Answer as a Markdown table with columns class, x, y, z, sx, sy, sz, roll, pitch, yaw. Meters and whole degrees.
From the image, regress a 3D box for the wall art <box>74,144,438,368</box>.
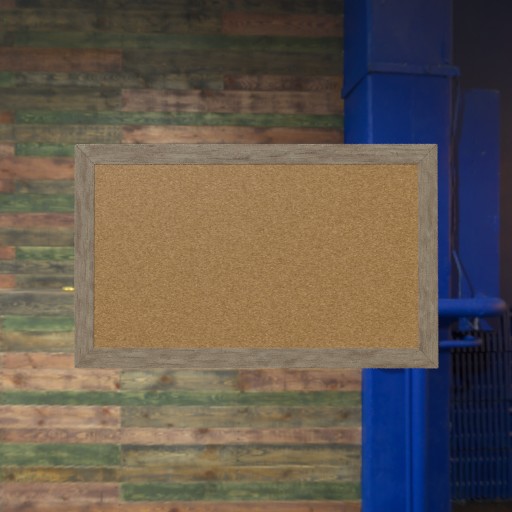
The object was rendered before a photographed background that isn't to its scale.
| class | x | y | z | sx | sy | sz | roll | pitch | yaw |
| --- | --- | --- | --- | --- | --- | --- | --- | --- | --- |
| wall art | 0.000 | 0.000 | 0.961 | 0.780 | 0.480 | 0.021 | 0 | -1 | 0 |
